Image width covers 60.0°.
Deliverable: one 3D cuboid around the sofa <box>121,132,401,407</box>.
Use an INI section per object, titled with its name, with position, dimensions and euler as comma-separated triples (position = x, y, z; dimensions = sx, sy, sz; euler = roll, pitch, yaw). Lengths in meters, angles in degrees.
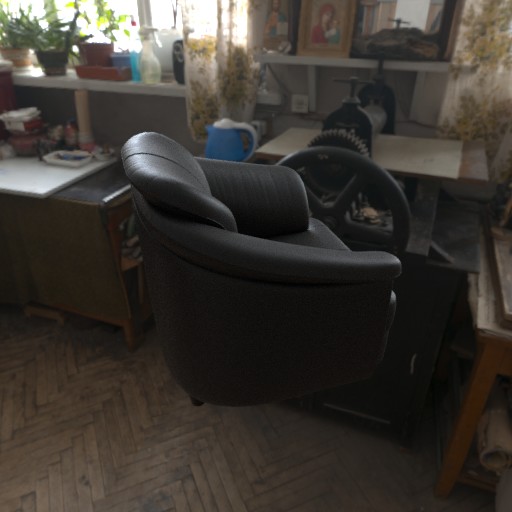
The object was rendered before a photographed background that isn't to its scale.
[sofa]
position = 0.000, 0.000, 1.559
dimensions = 0.794, 0.811, 0.870
euler = -10, 32, -16
